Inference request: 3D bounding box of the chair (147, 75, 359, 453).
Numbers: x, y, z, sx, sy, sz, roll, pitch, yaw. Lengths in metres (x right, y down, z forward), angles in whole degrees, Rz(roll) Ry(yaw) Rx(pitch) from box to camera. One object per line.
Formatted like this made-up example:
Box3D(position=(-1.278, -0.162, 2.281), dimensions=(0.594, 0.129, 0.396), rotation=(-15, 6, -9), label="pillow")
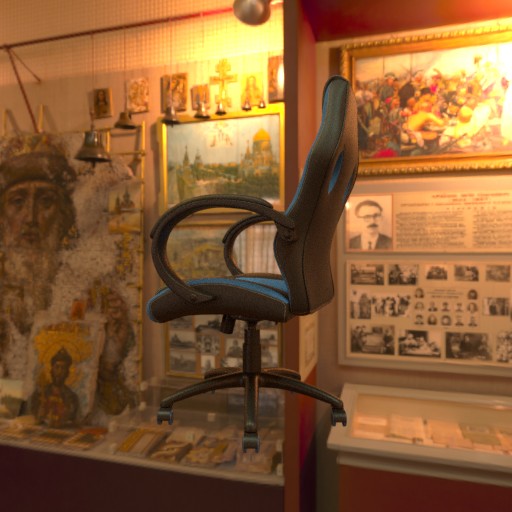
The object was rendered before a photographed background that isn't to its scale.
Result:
Box3D(position=(0.000, 0.000, 1.655), dimensions=(0.724, 1.187, 0.673), rotation=(0, 0, 19), label="chair")
